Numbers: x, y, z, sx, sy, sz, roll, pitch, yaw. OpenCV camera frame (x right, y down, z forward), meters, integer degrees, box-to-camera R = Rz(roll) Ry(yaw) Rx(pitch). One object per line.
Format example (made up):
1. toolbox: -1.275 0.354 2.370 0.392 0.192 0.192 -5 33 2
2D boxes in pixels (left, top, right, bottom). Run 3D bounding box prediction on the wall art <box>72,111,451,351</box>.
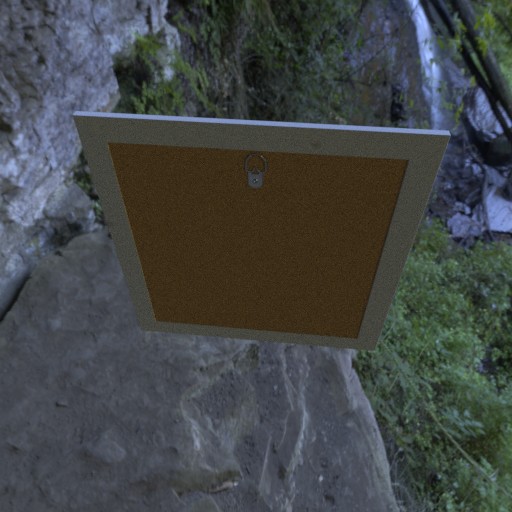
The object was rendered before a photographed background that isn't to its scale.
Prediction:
1. wall art: 0.000 0.000 0.877 0.572 0.577 0.015 4 46 4
